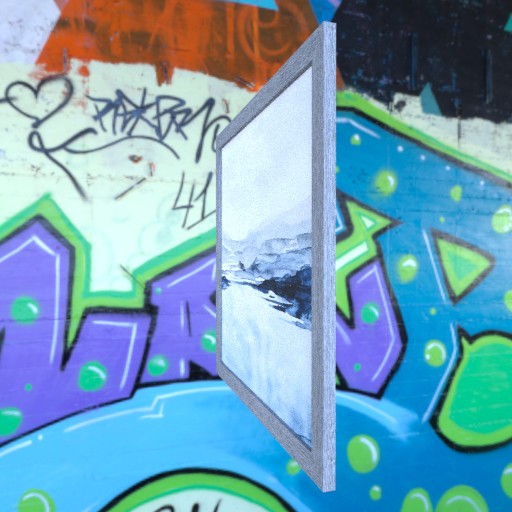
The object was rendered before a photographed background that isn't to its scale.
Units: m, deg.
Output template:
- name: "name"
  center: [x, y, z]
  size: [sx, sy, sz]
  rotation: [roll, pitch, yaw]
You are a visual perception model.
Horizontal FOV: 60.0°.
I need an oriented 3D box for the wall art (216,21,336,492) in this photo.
- name: "wall art"
  center: [0.000, 0.000, 0.971]
  size: [0.020, 0.685, 0.685]
  rotation: [0, 0, -18]
